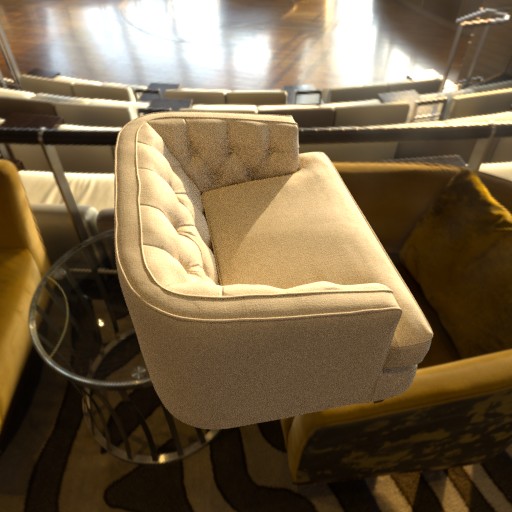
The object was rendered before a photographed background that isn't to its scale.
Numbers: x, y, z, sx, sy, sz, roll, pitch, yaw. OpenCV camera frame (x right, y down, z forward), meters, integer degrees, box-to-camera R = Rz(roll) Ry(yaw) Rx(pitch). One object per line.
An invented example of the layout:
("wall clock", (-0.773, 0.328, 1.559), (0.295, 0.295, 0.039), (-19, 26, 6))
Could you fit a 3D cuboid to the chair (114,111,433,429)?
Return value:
("chair", (0.000, 0.000, 1.708), (0.914, 0.787, 1.118), (-9, 46, -9))
